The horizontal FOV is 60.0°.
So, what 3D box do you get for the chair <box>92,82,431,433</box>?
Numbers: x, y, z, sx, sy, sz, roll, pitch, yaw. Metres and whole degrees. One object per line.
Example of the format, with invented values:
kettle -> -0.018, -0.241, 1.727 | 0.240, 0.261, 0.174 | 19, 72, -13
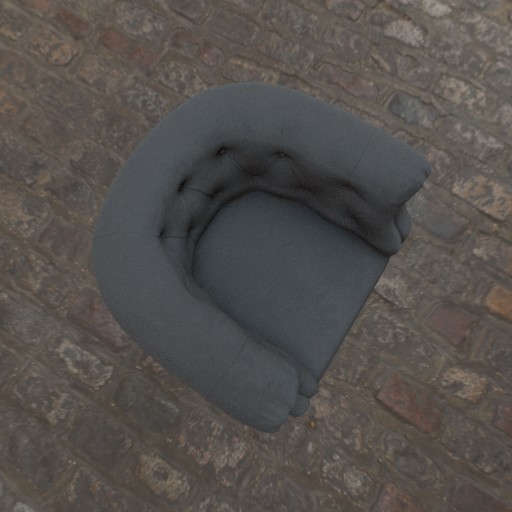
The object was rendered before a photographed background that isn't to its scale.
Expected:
chair -> 0.000, 0.000, 1.558 | 0.851, 0.826, 0.904 | 32, 79, 7
